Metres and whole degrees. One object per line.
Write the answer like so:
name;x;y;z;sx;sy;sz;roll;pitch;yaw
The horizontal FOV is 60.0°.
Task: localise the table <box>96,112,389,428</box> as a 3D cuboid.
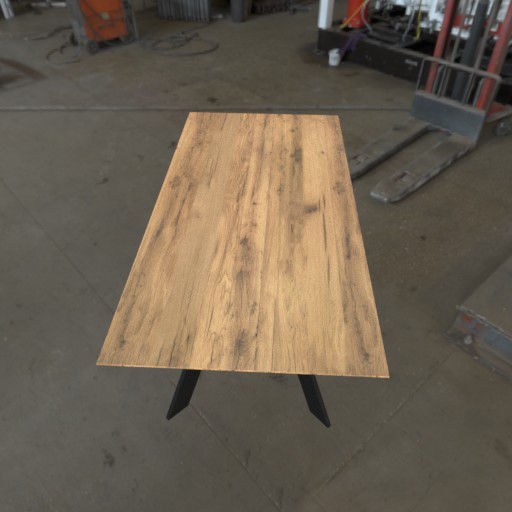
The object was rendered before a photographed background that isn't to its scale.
table;0.000;0.000;2.505;1.000;0.770;2.000;2;42;2
